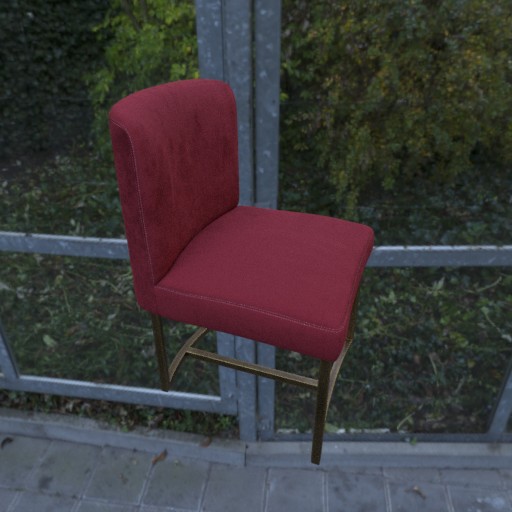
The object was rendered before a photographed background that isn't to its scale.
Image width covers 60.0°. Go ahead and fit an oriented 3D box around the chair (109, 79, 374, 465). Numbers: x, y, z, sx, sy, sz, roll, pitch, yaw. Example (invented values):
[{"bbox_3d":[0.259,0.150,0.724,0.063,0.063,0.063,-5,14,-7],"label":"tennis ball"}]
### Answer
[{"bbox_3d":[0.000,0.000,1.171,0.560,0.824,0.530,10,31,18],"label":"chair"}]
